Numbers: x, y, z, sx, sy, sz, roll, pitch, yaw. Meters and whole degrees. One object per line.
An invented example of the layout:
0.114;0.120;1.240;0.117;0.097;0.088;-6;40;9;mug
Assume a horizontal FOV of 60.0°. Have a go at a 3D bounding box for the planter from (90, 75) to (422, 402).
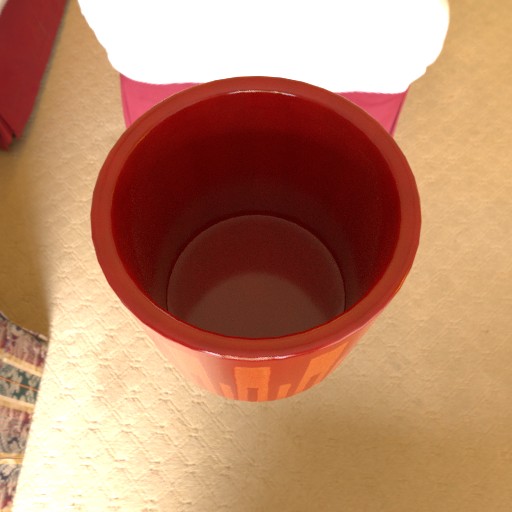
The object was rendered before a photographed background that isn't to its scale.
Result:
0.000;0.000;0.398;0.230;0.202;0.230;0;65;0;planter
